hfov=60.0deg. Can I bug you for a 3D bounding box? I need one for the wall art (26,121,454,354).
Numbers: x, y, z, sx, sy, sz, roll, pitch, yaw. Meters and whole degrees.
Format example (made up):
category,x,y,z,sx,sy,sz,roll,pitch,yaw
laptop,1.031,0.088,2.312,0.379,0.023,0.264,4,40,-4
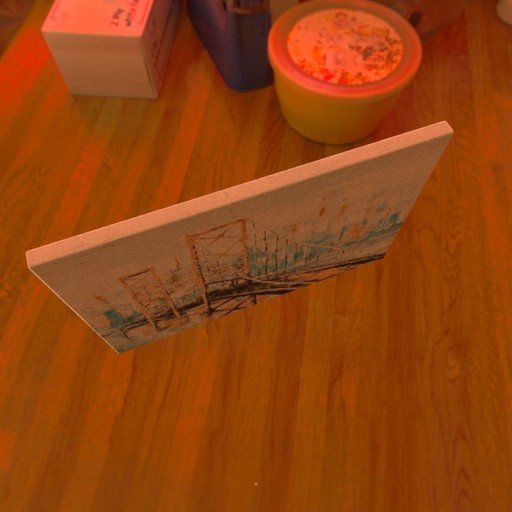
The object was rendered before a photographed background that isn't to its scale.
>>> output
category,x,y,z,sx,sy,sz,roll,pitch,yaw
wall art,0.000,0.000,1.167,0.913,0.609,0.038,-19,64,-9
